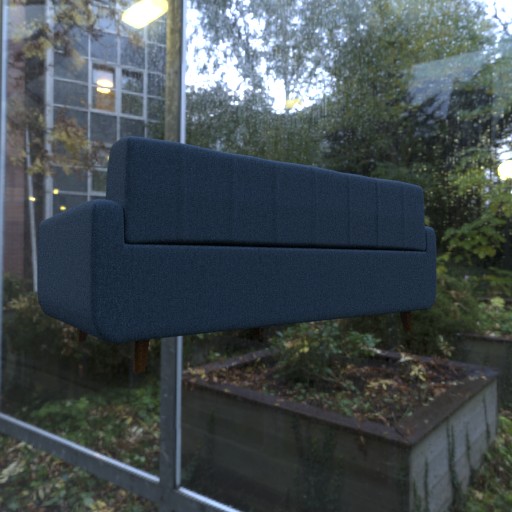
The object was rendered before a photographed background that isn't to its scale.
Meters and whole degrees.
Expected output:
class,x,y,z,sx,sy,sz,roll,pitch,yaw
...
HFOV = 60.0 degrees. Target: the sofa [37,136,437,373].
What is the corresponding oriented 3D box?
class,x,y,z,sx,sy,sz,roll,pitch,yaw
sofa,0.000,0.000,2.465,2.055,0.884,0.942,1,-1,-36
